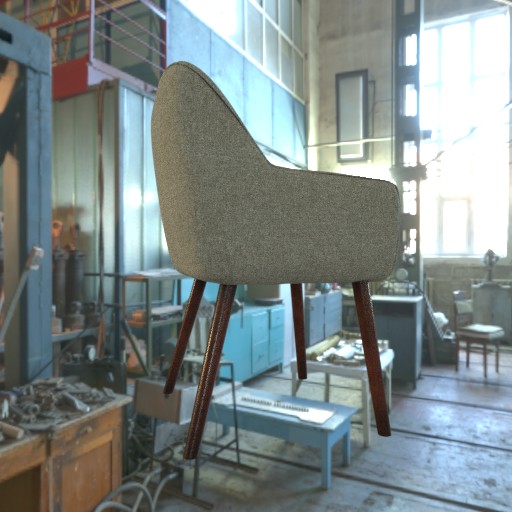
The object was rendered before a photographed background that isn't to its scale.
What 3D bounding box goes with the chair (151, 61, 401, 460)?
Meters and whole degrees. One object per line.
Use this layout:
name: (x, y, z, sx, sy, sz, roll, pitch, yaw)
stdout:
chair: (0.000, 0.000, 1.153, 0.519, 0.803, 0.543, 0, 0, -17)
